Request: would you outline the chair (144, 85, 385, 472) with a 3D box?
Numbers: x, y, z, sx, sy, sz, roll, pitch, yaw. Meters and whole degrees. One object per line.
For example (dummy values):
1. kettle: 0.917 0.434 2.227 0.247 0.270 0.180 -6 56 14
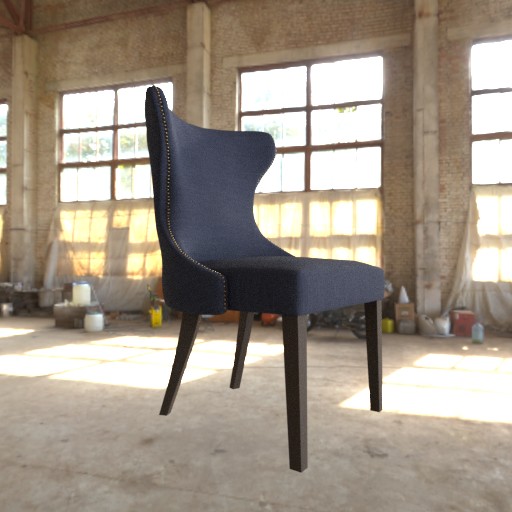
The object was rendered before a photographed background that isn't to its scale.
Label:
1. chair: 0.000 0.000 1.370 0.635 0.967 0.628 0 -1 36
